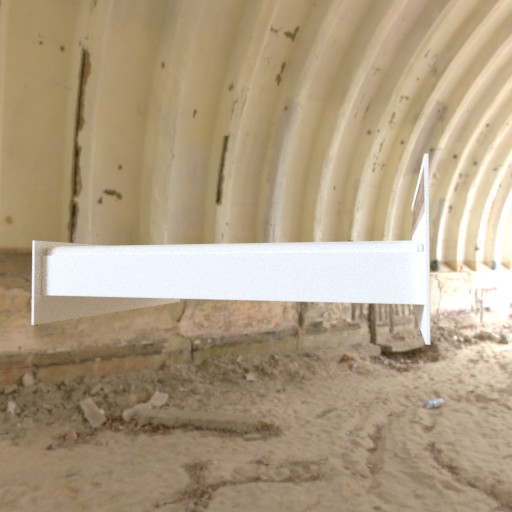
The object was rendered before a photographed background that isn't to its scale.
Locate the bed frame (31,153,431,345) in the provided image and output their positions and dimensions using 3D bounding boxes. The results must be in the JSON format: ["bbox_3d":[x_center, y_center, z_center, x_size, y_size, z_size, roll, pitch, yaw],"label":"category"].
[{"bbox_3d":[0.000,0.000,2.968,2.060,0.800,1.720,0,-1,18],"label":"bed frame"}]
